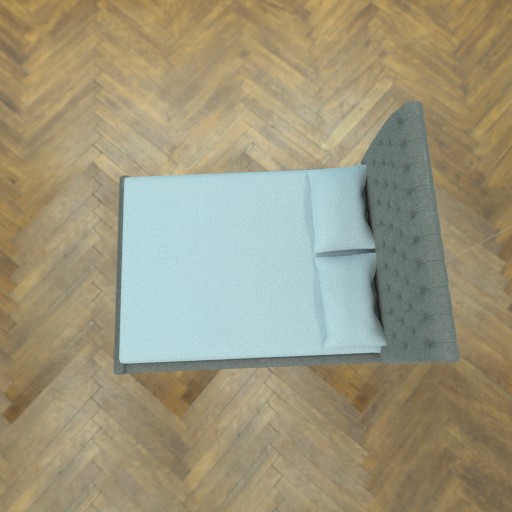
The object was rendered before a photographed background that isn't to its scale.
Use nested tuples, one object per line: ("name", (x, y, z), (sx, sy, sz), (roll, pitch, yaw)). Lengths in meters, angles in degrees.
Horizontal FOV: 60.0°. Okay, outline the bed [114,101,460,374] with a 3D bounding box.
("bed", (0.000, 0.000, 3.309), (2.252, 1.371, 1.645), (-2, 76, -1))
